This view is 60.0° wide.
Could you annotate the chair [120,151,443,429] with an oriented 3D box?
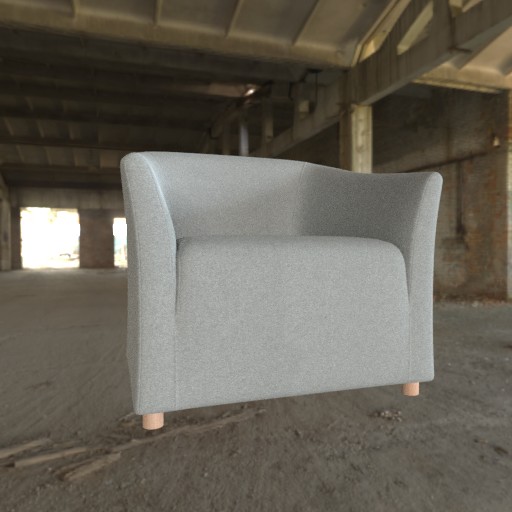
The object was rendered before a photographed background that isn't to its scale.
[{"bbox_3d":[0.000,0.000,1.336,0.790,0.720,0.700,0,1,-19],"label":"chair"}]
